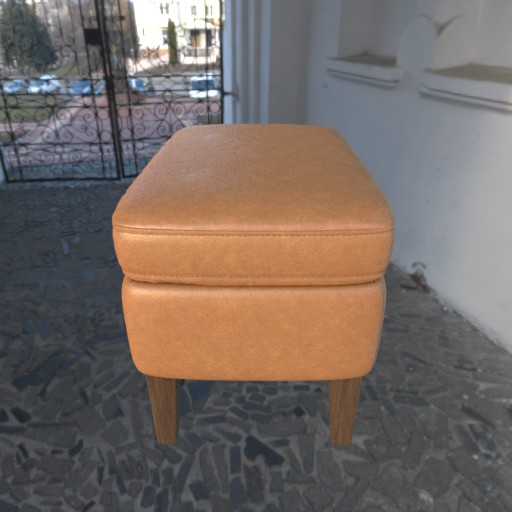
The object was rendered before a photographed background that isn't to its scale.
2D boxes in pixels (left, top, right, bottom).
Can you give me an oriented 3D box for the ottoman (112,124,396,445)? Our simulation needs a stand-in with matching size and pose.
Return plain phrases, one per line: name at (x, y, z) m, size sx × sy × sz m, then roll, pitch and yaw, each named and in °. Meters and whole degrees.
ottoman at (0.000, 0.000, 0.969) m, size 0.420 × 0.480 × 0.670 m, roll 0°, pitch 27°, yaw 1°
